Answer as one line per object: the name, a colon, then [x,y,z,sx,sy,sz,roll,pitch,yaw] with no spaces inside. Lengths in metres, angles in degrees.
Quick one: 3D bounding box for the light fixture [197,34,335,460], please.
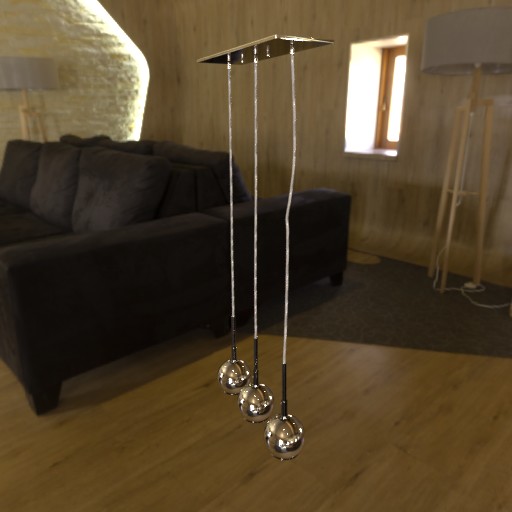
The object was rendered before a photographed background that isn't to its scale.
light fixture: [0.000,0.000,1.665,0.188,1.408,0.623,-9,19,-26]
